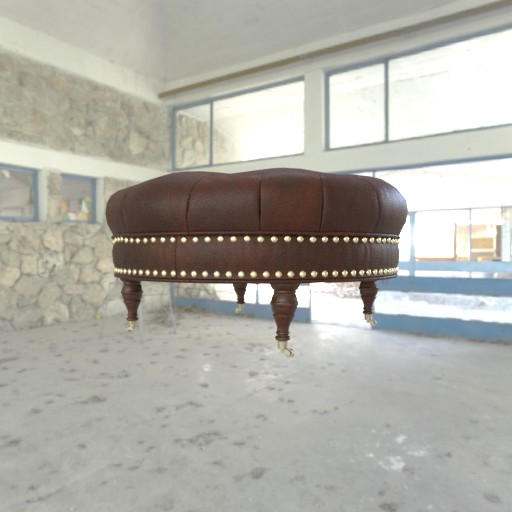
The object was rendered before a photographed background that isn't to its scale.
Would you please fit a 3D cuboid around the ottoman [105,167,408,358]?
[{"bbox_3d":[0.000,0.000,1.386,0.901,0.455,0.901,0,0,0],"label":"ottoman"}]
